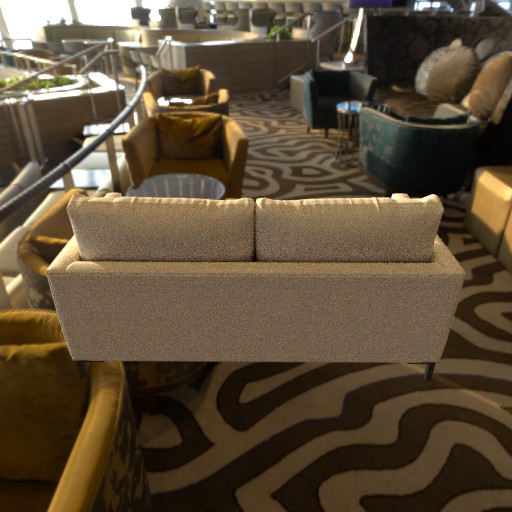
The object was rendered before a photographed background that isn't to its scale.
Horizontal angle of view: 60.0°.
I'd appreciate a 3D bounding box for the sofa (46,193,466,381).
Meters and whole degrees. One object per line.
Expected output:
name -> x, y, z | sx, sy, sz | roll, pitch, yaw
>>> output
sofa -> 0.000, 0.000, 2.139 | 1.651, 0.812, 0.839 | 0, 30, 0
